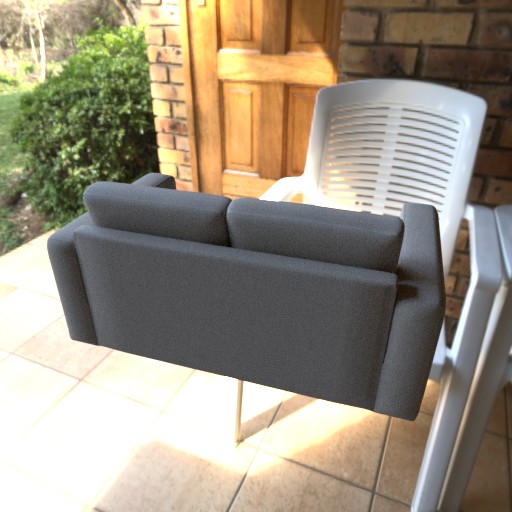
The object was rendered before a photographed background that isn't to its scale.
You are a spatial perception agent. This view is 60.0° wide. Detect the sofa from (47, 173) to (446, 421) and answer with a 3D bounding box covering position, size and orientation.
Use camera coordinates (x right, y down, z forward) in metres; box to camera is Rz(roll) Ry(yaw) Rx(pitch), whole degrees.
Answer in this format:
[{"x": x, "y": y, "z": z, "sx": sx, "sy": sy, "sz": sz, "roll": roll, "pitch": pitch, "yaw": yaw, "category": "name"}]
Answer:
[{"x": 0.000, "y": 0.000, "z": 2.028, "sx": 1.540, "sy": 0.800, "sz": 0.900, "roll": 9, "pitch": 31, "yaw": 15, "category": "sofa"}]
